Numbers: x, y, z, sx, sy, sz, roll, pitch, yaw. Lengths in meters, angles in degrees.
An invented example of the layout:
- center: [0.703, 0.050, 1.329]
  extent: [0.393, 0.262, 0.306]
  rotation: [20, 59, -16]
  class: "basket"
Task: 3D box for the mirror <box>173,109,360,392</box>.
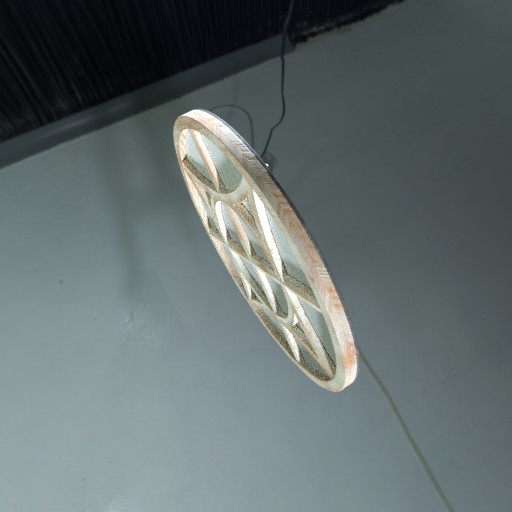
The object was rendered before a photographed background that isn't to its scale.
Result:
- center: [0.000, 0.000, 1.053]
  extent: [0.038, 0.710, 0.710]
  rotation: [-30, 69, -13]
  class: "mirror"
